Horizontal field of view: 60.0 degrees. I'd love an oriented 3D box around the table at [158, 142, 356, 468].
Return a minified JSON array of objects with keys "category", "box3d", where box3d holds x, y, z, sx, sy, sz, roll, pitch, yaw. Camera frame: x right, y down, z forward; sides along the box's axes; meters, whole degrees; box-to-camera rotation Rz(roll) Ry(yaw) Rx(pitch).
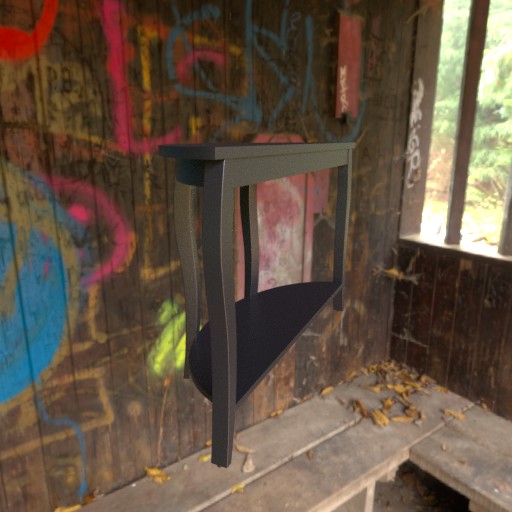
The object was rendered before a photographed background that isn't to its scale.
[{"category":"table","box3d":[0.000,0.000,1.586,0.394,0.780,1.219,7,16,24]}]
